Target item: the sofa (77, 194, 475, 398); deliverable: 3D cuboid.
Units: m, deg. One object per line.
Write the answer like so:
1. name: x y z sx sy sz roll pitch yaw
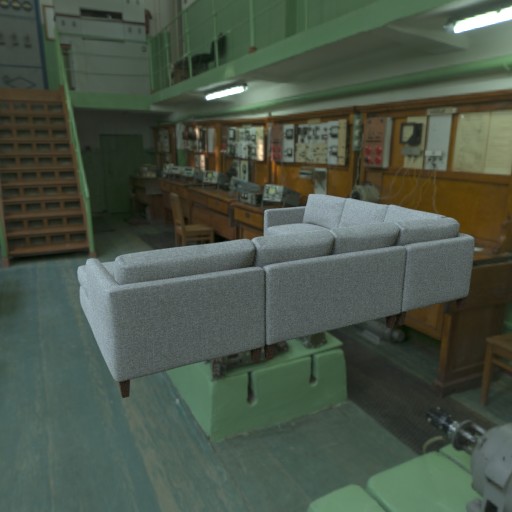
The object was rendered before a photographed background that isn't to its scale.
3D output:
1. sofa: 0.000 0.000 4.602 3.460 0.959 2.593 -8 16 -28
